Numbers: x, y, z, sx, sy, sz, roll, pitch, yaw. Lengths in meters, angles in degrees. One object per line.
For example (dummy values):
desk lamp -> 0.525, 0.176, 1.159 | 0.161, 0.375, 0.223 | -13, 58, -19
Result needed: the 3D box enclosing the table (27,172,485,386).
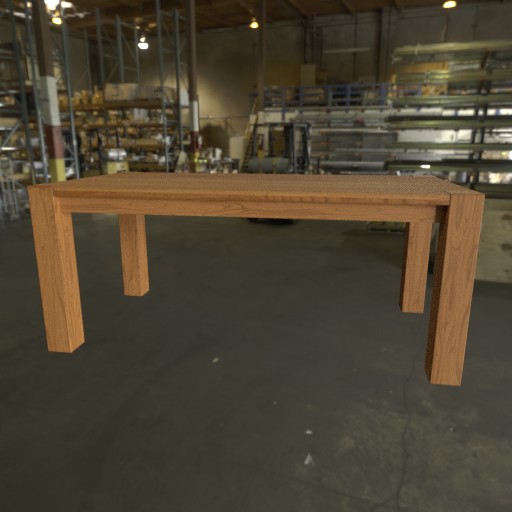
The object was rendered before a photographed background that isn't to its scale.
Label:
table -> 0.000, 0.000, 2.239 | 1.800, 0.760, 0.900 | 2, 15, 9
